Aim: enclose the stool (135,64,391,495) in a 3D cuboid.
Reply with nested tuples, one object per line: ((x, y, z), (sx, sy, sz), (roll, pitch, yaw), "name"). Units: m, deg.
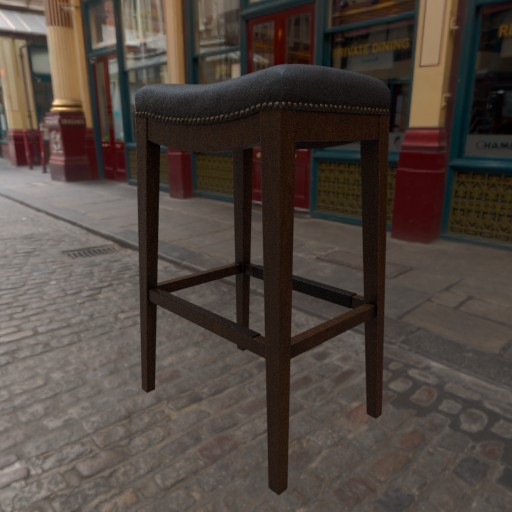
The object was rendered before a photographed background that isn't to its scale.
((0.000, 0.000, 1.021), (0.361, 0.765, 0.500), (-14, 21, -42), "stool")
